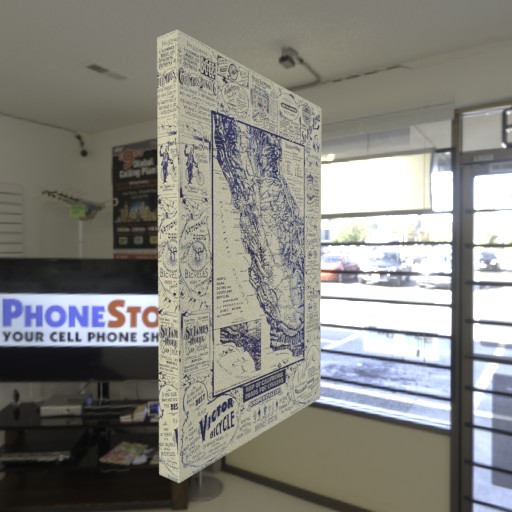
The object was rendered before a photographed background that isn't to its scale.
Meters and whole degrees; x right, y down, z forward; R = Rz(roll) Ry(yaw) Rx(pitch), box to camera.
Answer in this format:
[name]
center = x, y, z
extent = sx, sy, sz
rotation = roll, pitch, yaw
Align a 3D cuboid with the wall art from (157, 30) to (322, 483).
[wall art]
center = 0.000, 0.000, 0.763
extent = 0.040, 0.601, 0.408
rotation = 1, 2, 36
